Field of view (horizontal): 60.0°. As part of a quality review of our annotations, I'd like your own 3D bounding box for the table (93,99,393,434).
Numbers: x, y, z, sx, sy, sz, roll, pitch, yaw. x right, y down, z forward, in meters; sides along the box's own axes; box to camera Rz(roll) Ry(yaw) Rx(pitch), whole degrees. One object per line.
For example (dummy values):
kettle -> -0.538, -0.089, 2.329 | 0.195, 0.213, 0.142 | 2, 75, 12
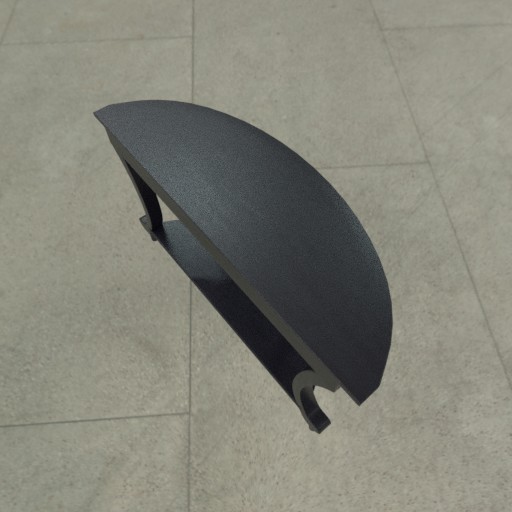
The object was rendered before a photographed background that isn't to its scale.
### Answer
table -> 0.000, 0.000, 1.564 | 0.394, 0.692, 1.198 | -35, 65, -19
